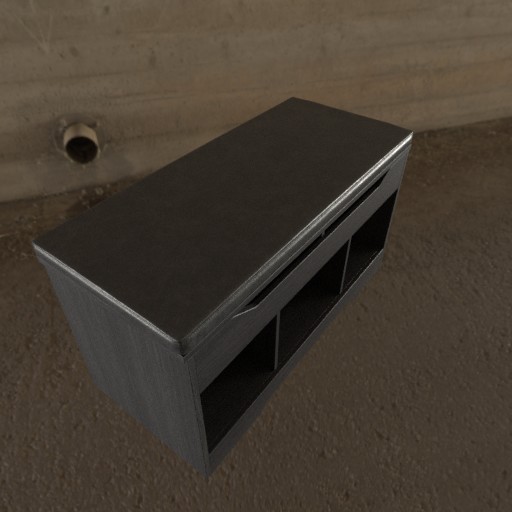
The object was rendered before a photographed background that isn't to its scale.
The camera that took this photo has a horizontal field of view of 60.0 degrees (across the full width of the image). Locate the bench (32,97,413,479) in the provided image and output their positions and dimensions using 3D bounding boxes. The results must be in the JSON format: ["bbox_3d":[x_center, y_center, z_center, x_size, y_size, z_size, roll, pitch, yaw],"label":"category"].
[{"bbox_3d":[0.000,0.000,1.185,0.401,0.501,0.905,26,48,27],"label":"bench"}]
